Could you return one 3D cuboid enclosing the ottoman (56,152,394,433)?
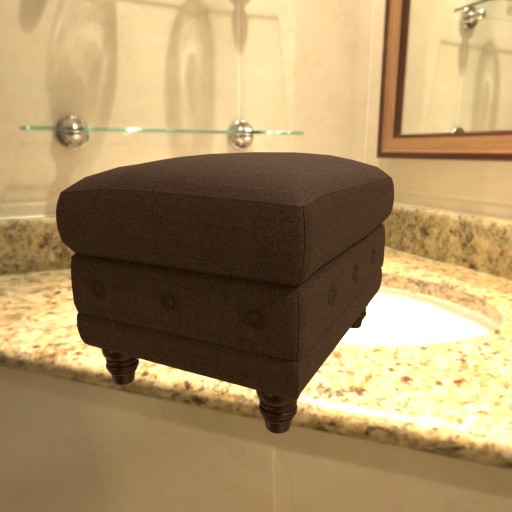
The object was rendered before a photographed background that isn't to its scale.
[{"bbox_3d":[0.000,0.000,1.222,0.599,0.555,0.809,7,15,26],"label":"ottoman"}]
